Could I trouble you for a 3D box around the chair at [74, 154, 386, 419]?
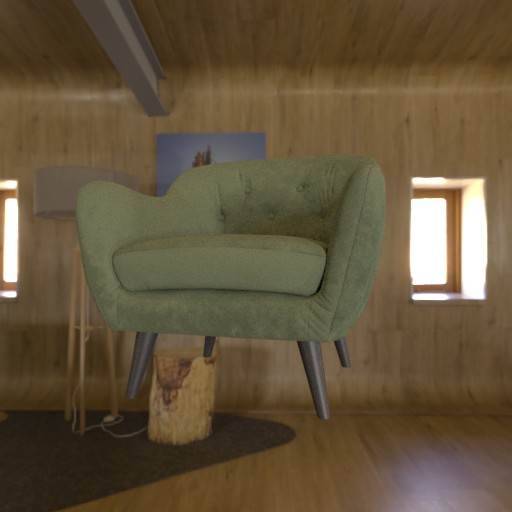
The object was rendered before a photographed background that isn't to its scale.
[{"bbox_3d":[0.000,0.000,1.478,0.840,0.804,0.819,0,0,17],"label":"chair"}]
